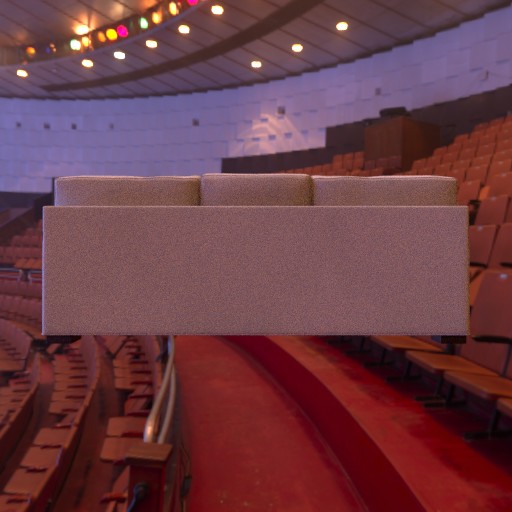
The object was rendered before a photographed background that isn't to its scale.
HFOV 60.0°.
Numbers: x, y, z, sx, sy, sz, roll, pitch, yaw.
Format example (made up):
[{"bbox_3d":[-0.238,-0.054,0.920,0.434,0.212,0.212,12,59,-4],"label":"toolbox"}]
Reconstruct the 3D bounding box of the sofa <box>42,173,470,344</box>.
[{"bbox_3d":[0.000,0.000,2.616,2.088,0.862,0.935,0,0,0],"label":"sofa"}]
